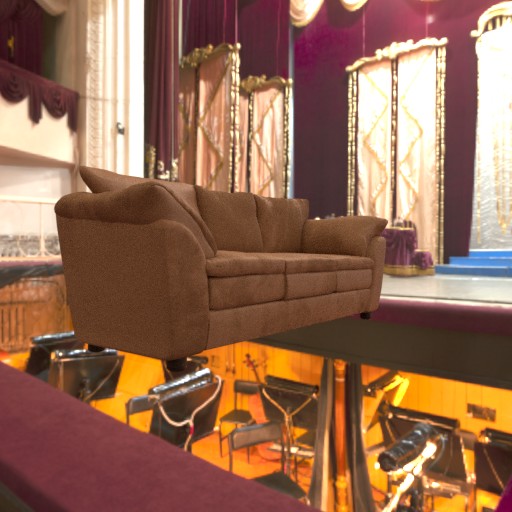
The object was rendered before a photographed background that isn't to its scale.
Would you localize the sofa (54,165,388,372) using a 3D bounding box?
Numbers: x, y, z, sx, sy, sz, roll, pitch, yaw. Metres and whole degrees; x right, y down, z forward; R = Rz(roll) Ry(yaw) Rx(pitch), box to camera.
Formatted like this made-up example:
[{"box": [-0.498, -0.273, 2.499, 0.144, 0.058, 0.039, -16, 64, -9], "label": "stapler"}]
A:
[{"box": [0.000, 0.000, 2.885, 0.893, 0.981, 2.377, 0, 0, 38], "label": "sofa"}]
